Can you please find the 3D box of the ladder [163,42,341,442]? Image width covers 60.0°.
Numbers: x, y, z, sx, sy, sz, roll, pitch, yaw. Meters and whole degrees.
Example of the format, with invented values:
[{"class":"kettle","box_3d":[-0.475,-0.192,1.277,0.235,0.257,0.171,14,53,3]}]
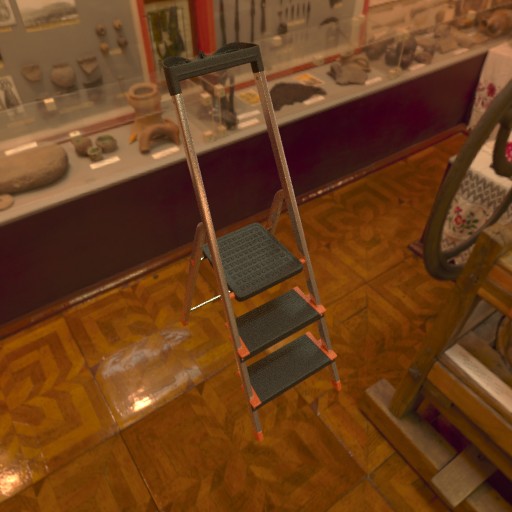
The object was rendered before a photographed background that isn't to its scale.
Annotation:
[{"class":"ladder","box_3d":[0.000,0.000,1.543,0.416,1.229,0.686,-25,50,-22]}]
